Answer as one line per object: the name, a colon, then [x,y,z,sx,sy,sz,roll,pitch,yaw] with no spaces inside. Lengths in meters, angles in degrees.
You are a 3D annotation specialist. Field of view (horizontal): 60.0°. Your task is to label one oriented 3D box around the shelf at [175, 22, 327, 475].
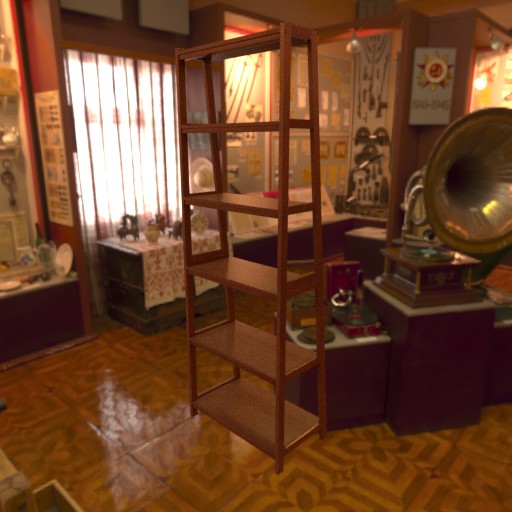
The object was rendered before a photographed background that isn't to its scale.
shelf: [0.000,0.000,2.153,0.660,1.892,0.382,14,20,43]
